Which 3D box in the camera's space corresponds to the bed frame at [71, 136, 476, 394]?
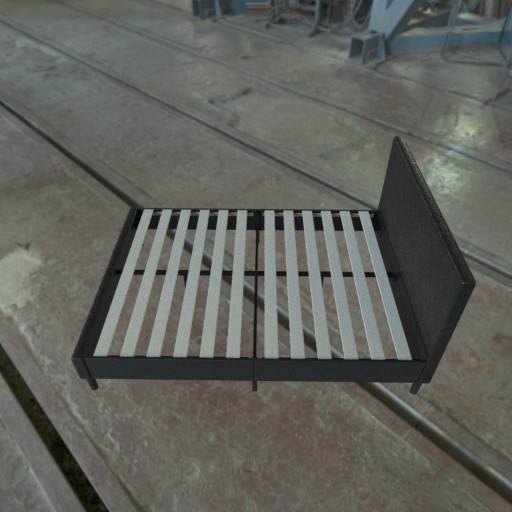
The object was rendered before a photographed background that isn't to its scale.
[{"bbox_3d":[0.000,0.000,3.287,2.318,1.127,1.634,1,42,1],"label":"bed frame"}]
